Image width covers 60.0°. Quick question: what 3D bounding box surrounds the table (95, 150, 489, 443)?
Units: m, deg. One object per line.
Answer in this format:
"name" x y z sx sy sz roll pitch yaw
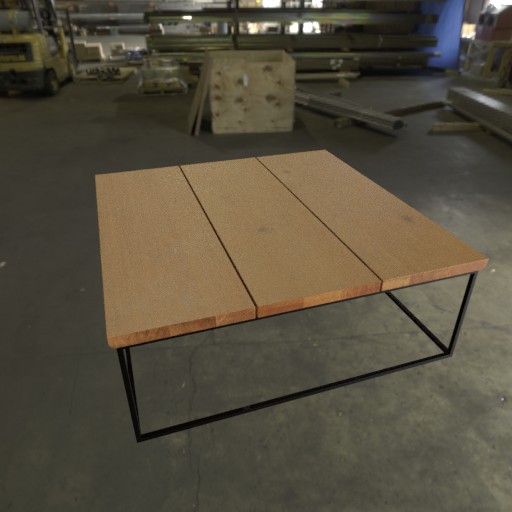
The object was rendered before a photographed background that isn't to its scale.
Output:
"table" 0.000 0.000 1.725 1.100 0.400 1.100 -10 33 -16
